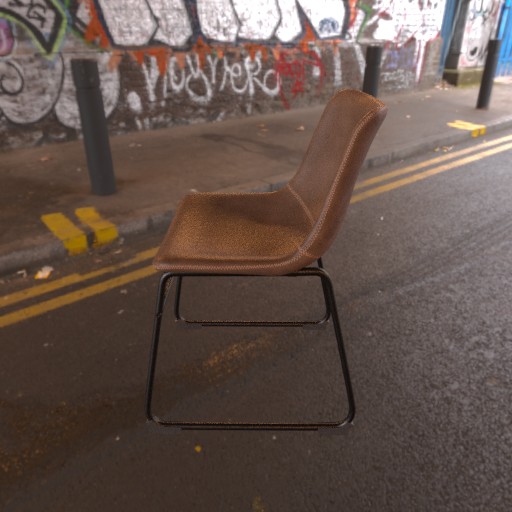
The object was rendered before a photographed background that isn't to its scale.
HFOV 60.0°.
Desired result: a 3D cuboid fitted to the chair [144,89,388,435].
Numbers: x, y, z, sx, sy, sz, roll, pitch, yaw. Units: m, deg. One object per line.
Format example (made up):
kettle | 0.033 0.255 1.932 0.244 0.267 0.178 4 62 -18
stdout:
chair | 0.000 0.000 1.146 0.551 0.780 0.460 0 27 0
